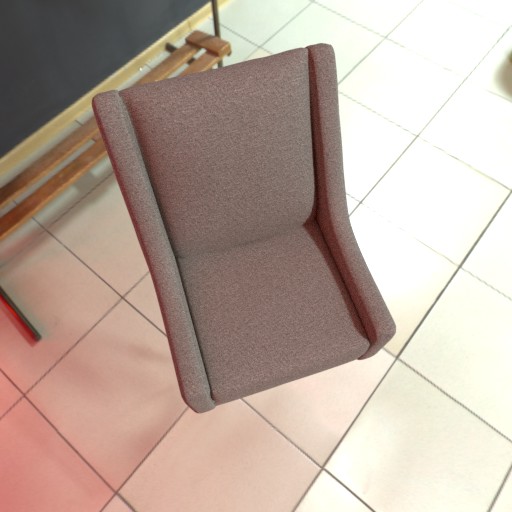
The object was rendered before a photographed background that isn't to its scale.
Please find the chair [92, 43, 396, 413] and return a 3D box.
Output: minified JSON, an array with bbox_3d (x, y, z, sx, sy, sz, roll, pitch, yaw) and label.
[{"bbox_3d":[0.000,0.000,1.610,0.774,1.016,0.870,-16,65,-8],"label":"chair"}]
